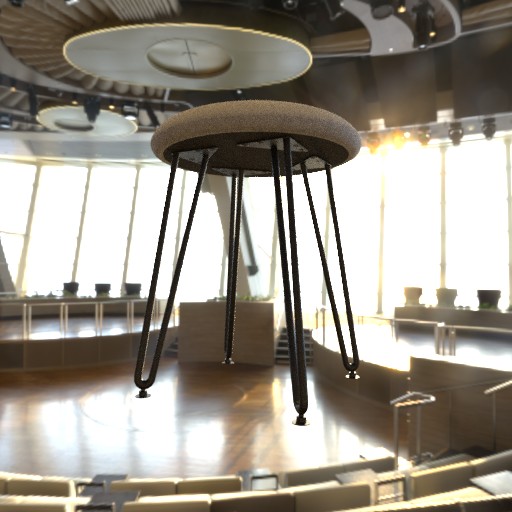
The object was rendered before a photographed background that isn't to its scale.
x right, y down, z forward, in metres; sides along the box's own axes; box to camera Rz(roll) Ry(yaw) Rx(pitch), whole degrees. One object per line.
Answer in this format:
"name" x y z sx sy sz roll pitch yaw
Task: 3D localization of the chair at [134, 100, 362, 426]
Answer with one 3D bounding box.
"chair" 0.000 0.000 0.662 0.350 0.386 0.350 0 -1 -18
